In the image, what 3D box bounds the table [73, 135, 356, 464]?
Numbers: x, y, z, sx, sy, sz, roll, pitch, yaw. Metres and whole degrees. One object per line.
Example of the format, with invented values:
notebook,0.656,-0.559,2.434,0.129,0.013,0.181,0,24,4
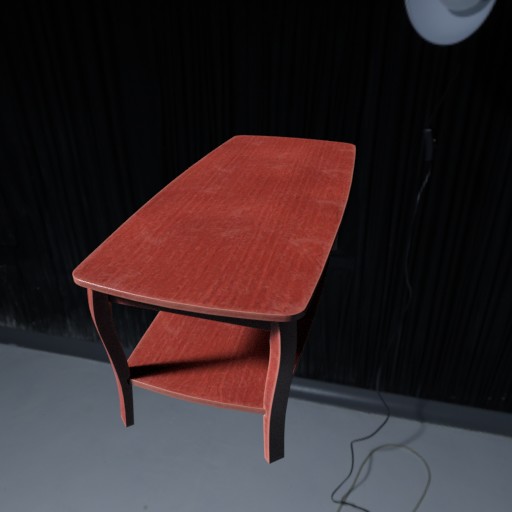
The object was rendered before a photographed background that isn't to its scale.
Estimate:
table,0.000,0.000,1.489,0.561,0.473,1.216,8,31,14
